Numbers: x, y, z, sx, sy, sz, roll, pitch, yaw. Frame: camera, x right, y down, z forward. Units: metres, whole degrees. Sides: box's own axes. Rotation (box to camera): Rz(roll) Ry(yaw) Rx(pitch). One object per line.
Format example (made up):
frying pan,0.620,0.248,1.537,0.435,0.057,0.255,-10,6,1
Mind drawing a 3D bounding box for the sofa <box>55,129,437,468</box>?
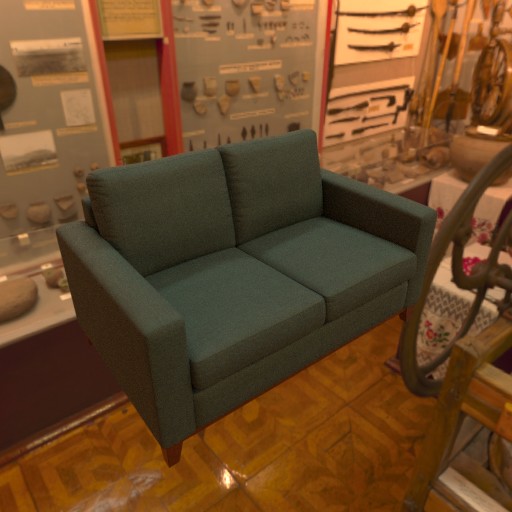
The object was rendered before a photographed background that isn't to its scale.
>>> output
sofa,0.000,0.000,2.074,1.489,0.903,0.955,-21,36,-32
